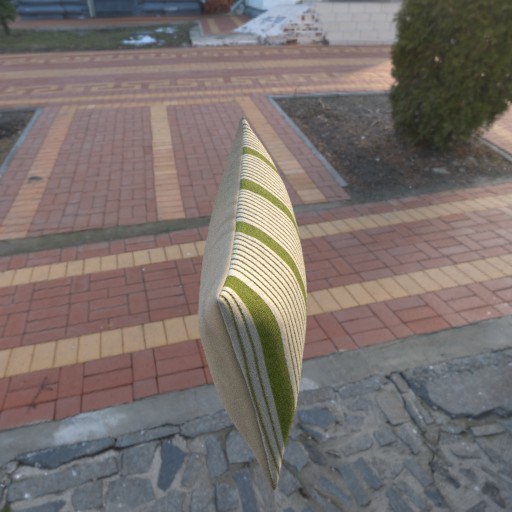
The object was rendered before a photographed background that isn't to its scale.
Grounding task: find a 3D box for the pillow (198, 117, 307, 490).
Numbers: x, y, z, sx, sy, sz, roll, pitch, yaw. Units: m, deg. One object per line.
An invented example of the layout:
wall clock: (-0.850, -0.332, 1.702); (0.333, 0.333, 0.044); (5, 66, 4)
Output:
pillow: (0.000, 0.000, 0.714); (0.156, 0.292, 0.608); (0, 32, 0)
